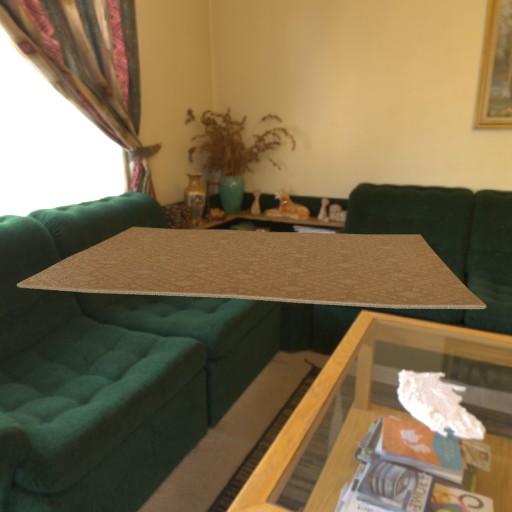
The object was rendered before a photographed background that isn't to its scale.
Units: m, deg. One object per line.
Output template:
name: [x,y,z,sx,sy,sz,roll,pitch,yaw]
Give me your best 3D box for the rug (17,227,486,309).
rug: [0.000,0.000,2.997,2.430,0.053,1.553,2,16,8]
